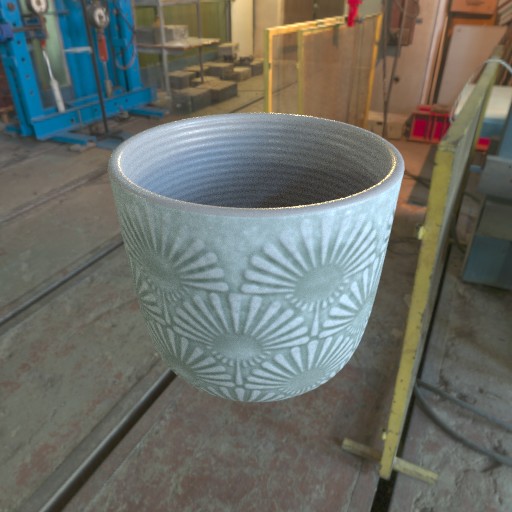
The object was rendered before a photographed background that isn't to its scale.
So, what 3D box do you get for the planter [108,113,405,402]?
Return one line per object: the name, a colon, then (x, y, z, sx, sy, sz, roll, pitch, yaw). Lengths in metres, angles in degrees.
planter: (0.000, 0.000, 0.220, 0.124, 0.109, 0.124, 0, 32, 0)
